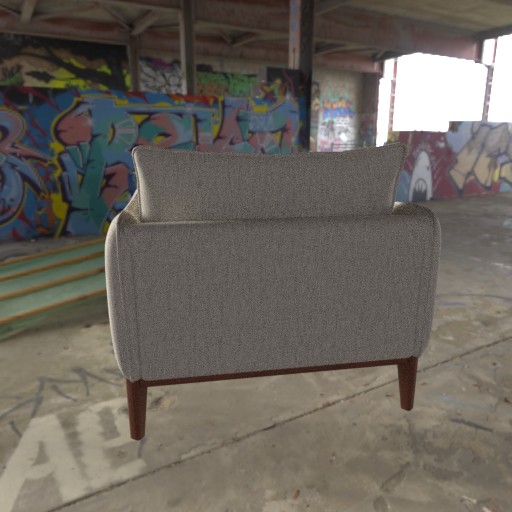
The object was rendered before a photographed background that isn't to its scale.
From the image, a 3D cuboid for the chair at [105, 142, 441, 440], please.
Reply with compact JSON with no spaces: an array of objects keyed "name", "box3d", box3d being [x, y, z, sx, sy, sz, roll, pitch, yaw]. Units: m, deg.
[{"name":"chair","box3d":[0.000,0.000,1.707,0.994,0.855,0.991,-3,15,-9]}]
